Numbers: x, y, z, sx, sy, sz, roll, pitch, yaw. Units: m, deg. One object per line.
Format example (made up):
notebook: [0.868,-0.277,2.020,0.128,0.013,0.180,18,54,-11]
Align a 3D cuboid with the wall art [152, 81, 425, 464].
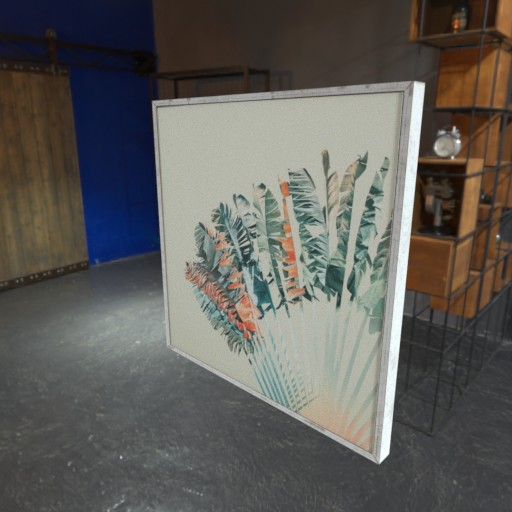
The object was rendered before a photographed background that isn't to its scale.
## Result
wall art: [0.000,0.000,0.735,0.508,0.506,0.029,15,21,42]
